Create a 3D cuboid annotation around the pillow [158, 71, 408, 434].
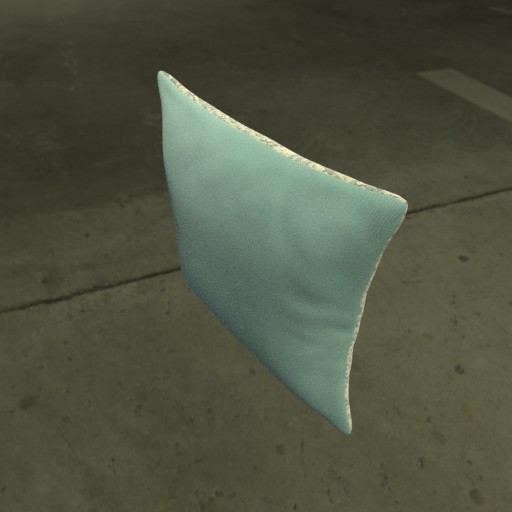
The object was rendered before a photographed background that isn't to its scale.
[{"bbox_3d":[0.000,0.000,0.786,0.166,0.507,0.526,-28,48,-28],"label":"pillow"}]
